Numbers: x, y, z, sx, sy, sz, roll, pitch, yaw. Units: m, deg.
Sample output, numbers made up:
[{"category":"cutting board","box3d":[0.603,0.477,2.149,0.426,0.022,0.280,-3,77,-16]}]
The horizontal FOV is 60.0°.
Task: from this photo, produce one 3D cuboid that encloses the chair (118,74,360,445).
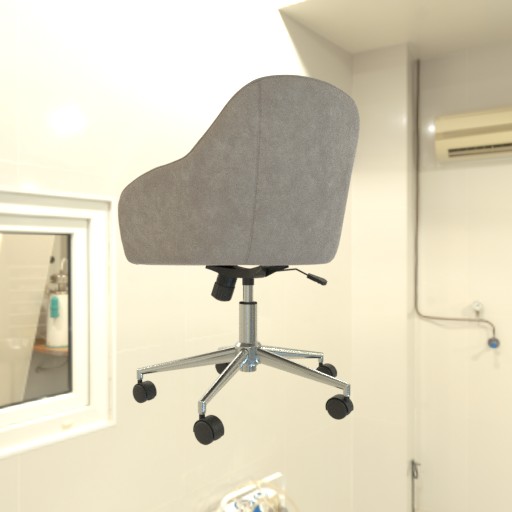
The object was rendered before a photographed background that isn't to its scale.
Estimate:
[{"category":"chair","box3d":[0.000,0.000,1.278,0.573,0.831,0.635,0,0,36]}]
